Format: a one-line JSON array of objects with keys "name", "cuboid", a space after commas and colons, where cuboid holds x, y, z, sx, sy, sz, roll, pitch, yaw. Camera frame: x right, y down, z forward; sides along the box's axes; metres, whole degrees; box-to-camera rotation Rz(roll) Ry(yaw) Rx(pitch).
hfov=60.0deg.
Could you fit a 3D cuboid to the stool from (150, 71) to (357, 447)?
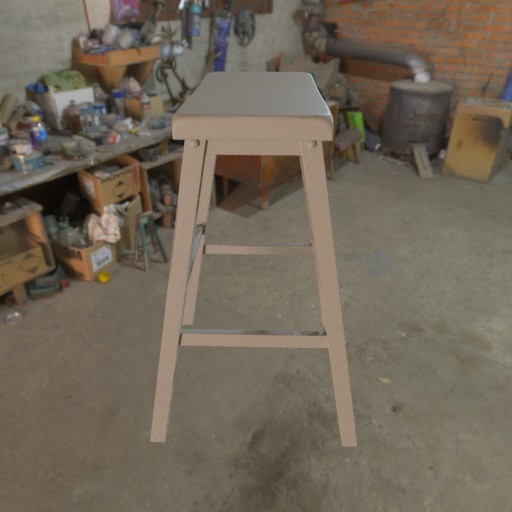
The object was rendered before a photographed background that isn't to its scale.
[{"name": "stool", "cuboid": [0.000, 0.000, 1.029, 0.476, 0.737, 0.457, 1, 30, 1]}]
